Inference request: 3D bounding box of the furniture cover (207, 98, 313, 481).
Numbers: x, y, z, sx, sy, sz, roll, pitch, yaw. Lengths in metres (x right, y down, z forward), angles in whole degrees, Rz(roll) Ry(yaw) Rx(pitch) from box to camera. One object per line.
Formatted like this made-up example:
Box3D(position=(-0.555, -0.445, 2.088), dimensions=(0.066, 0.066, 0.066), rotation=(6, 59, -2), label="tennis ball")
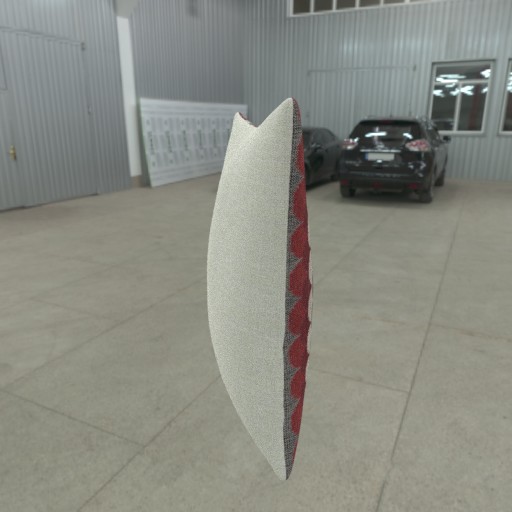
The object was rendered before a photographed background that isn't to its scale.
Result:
Box3D(position=(0.000, 0.000, 0.652), dimensions=(0.145, 0.420, 0.435), rotation=(-3, 17, -9), label="furniture cover")
